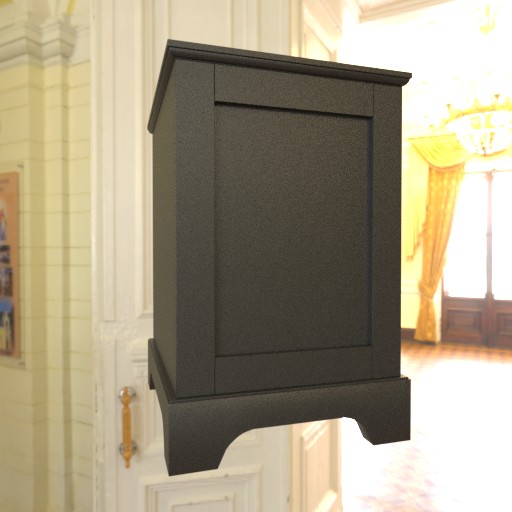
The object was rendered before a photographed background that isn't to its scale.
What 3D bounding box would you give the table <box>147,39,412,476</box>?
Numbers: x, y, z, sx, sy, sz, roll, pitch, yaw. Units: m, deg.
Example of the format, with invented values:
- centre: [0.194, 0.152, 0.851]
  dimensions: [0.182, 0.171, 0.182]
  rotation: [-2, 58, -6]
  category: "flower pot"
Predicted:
- centre: [0.000, 0.000, 0.895]
  dimensions: [0.399, 0.610, 0.460]
  rotation: [0, 1, -17]
  category: "table"
